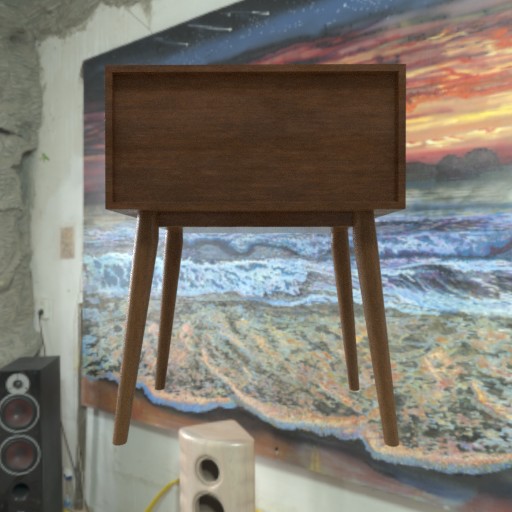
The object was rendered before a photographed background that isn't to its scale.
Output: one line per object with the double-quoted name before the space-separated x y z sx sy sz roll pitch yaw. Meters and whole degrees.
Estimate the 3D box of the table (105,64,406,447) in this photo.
"table" 0.000 0.000 0.824 0.454 0.580 0.307 0 0 1
